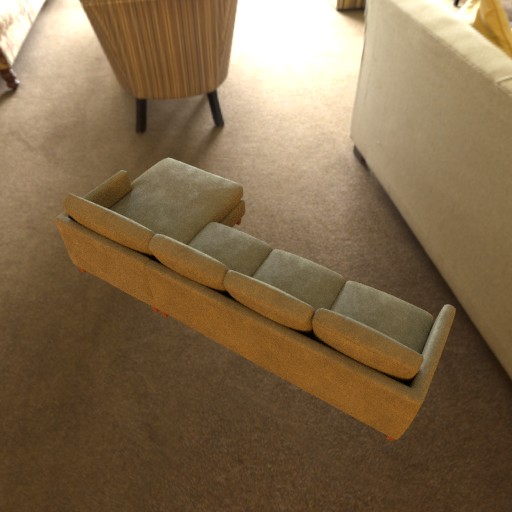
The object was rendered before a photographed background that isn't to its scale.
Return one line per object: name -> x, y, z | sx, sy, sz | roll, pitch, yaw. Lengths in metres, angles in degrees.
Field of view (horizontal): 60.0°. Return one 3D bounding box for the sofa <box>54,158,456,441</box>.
sofa -> 0.000, 0.000, 4.108 | 3.471, 0.950, 1.604 | 24, 51, 21
